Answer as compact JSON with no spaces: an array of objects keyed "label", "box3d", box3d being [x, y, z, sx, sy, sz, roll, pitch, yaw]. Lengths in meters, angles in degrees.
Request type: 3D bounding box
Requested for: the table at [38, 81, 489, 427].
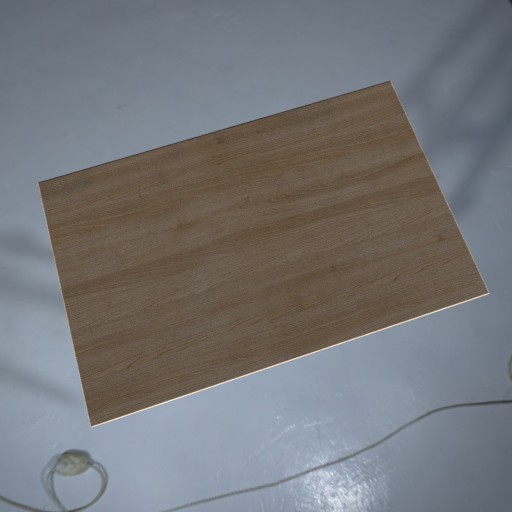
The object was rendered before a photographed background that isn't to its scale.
[{"label":"table","box3d":[0.000,0.000,1.452,1.100,0.440,0.700,-17,76,-5]}]
